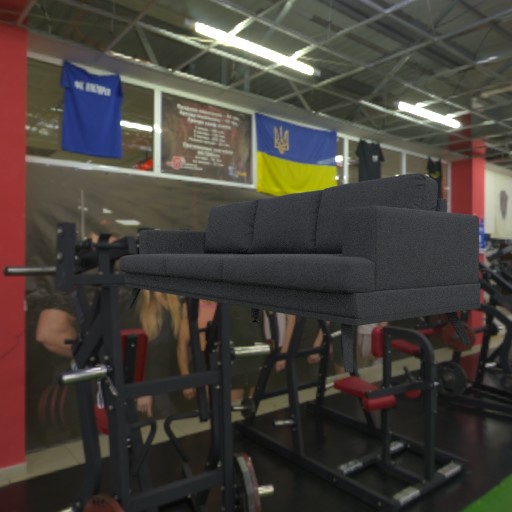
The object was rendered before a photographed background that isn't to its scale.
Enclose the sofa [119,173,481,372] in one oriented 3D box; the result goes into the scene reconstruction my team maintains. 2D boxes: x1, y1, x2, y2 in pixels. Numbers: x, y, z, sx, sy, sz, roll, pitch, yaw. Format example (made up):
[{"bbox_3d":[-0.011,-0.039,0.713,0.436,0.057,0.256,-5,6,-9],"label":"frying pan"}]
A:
[{"bbox_3d":[0.000,0.000,2.710,0.920,0.810,2.310,0,0,-36],"label":"sofa"}]
